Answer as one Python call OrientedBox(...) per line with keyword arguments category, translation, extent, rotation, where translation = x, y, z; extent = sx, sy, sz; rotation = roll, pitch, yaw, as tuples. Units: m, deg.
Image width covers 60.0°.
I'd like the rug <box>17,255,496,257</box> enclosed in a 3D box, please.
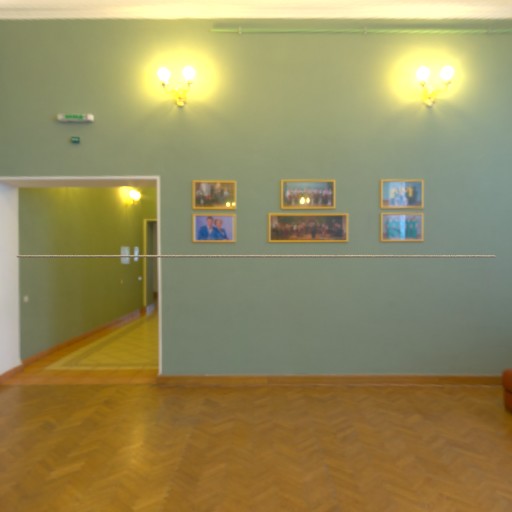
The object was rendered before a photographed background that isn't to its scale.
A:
OrientedBox(category="rug", translation=(0.000, 0.000, 2.308), extent=(1.839, 0.009, 1.236), rotation=(0, 0, -1))
